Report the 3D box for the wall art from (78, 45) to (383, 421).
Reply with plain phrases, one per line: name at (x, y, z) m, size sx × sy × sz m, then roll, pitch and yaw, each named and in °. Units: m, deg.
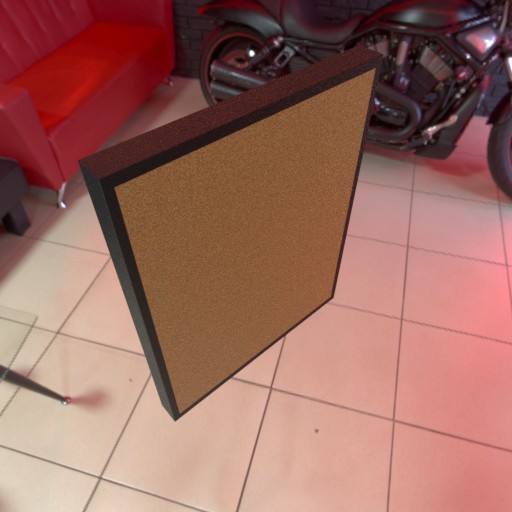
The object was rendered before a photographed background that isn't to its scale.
wall art at (0.000, 0.000, 0.491) m, size 0.294 × 0.369 × 0.030 m, roll -33°, pitch 55°, yaw -27°
